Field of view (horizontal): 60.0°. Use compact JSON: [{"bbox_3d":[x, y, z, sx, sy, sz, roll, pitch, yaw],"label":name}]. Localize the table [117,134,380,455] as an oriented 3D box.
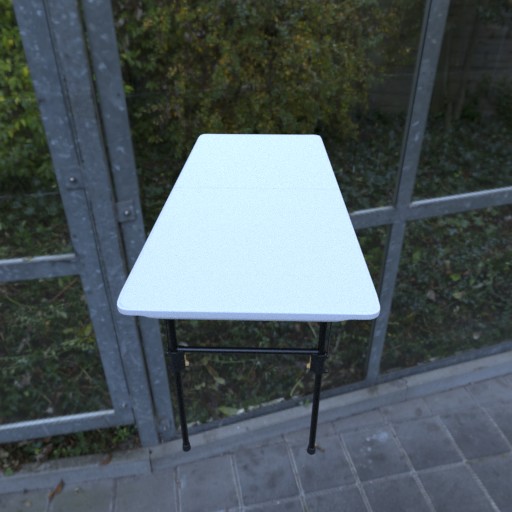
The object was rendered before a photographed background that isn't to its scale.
[{"bbox_3d":[0.000,0.000,2.203,0.761,0.719,1.829,1,31,1],"label":"table"}]
